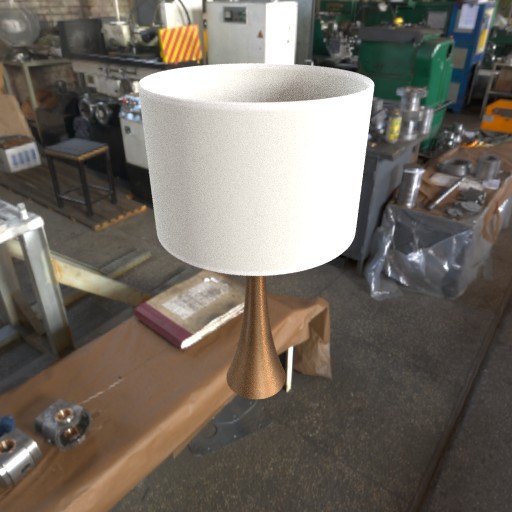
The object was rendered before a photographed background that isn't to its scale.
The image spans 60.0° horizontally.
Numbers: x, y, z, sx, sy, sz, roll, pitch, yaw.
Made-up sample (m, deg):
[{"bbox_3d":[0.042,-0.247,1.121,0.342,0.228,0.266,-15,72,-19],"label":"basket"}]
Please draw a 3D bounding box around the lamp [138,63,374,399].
[{"bbox_3d":[0.000,0.000,0.637,0.268,0.479,0.268,2,31,3],"label":"lamp"}]
